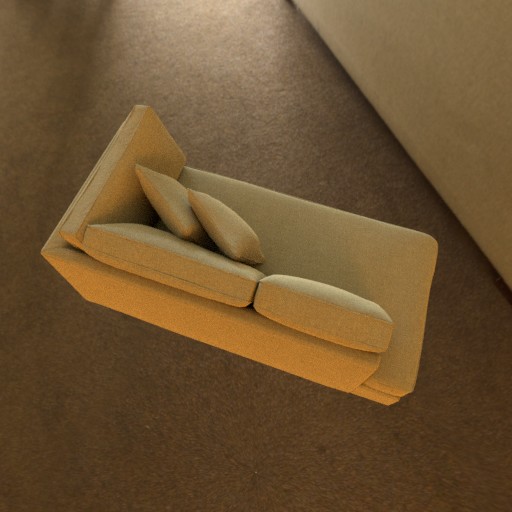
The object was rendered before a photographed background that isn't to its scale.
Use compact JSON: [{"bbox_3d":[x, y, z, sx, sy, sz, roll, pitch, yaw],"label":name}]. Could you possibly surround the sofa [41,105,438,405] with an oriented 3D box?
[{"bbox_3d":[0.000,0.000,2.851,2.238,1.019,1.110,18,65,8],"label":"sofa"}]
